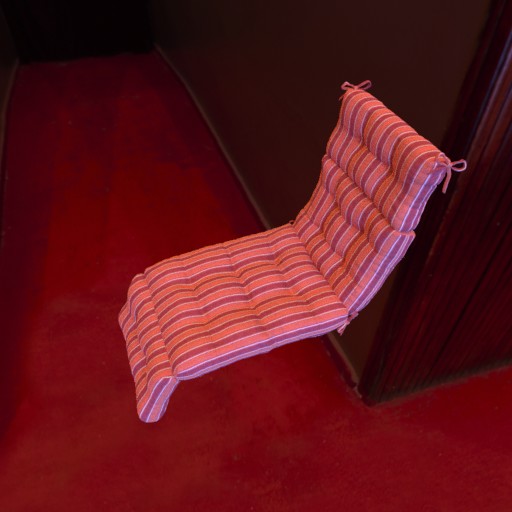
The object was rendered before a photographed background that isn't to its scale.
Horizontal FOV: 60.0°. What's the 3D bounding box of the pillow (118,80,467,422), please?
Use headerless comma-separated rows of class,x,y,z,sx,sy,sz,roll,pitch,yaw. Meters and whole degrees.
pillow,0.000,0.000,1.486,1.016,0.863,0.526,-16,48,-15
